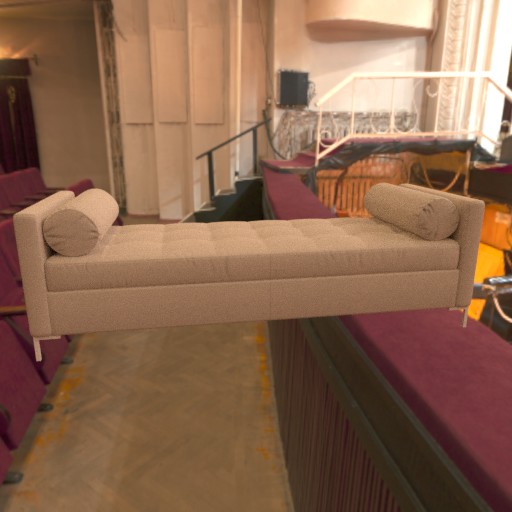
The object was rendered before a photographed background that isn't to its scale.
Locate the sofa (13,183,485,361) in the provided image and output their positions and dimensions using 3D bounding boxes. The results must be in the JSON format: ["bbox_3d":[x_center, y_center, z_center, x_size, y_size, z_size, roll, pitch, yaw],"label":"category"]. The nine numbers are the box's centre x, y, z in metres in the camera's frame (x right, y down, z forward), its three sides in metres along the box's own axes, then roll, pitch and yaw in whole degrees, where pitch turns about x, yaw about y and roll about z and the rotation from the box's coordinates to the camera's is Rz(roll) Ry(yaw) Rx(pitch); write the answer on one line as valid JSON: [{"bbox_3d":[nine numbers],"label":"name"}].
[{"bbox_3d":[0.000,0.000,2.226,1.981,0.635,0.686,-3,16,-9],"label":"sofa"}]
